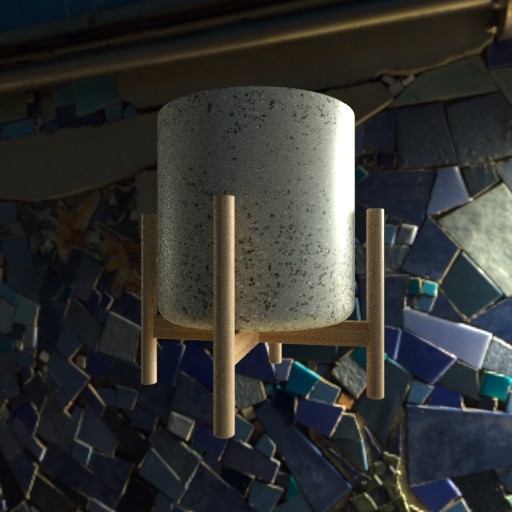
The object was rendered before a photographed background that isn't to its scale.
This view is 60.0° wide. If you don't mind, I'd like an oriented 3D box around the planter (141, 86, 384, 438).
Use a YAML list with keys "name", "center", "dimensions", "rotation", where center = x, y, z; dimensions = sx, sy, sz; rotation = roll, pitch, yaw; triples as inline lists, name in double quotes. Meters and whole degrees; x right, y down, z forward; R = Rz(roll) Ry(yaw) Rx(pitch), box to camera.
- name: "planter"
  center: [0.000, 0.000, 0.698]
  dimensions: [0.360, 0.419, 0.360]
  rotation: [0, 0, 35]
